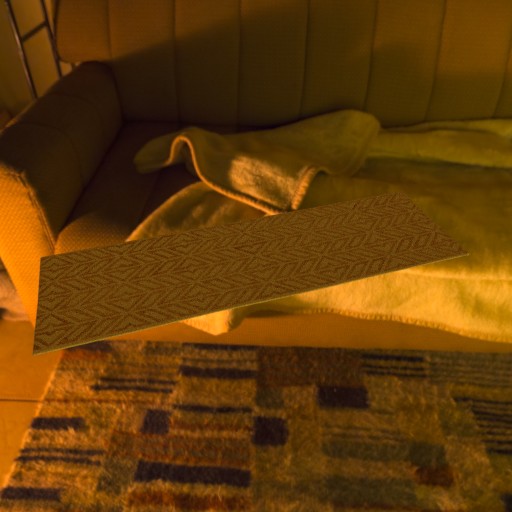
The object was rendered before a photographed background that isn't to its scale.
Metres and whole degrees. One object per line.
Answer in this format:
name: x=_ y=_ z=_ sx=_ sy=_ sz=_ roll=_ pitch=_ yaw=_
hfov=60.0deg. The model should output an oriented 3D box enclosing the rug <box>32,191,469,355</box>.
rug: x=0.000 y=0.000 z=2.631 sx=2.435 sy=0.009 sz=0.750 roll=-12 pitch=41 yaw=-14
